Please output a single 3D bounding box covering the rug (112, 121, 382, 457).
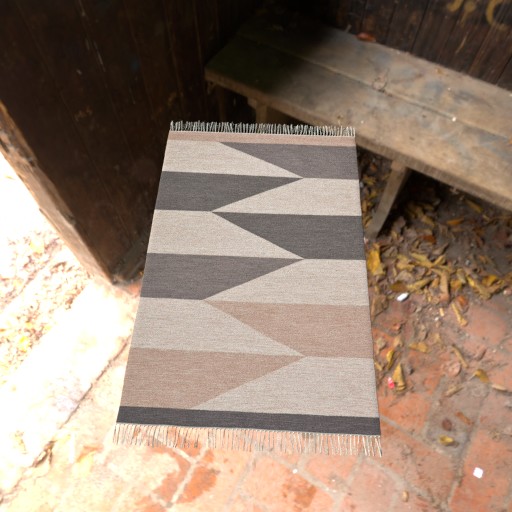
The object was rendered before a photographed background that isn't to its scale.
[{"bbox_3d":[0.000,0.000,2.474,1.224,0.027,2.021,2,61,1],"label":"rug"}]
